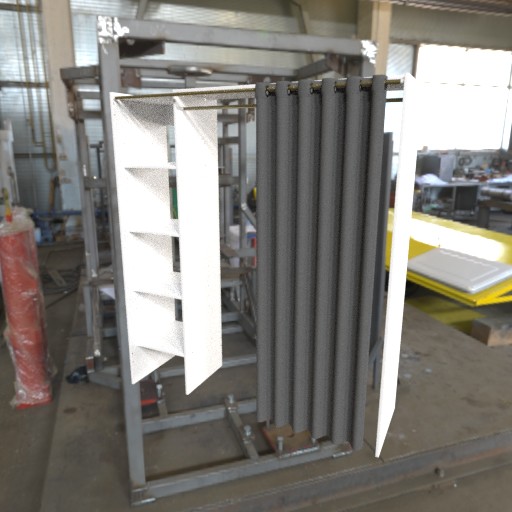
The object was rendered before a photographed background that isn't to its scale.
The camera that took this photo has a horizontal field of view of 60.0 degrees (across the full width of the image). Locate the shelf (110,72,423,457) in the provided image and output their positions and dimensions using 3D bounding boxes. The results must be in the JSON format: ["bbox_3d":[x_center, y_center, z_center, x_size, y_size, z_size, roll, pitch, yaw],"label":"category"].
[{"bbox_3d":[0.000,0.000,2.548,1.600,1.810,0.500,7,16,25],"label":"shelf"}]
